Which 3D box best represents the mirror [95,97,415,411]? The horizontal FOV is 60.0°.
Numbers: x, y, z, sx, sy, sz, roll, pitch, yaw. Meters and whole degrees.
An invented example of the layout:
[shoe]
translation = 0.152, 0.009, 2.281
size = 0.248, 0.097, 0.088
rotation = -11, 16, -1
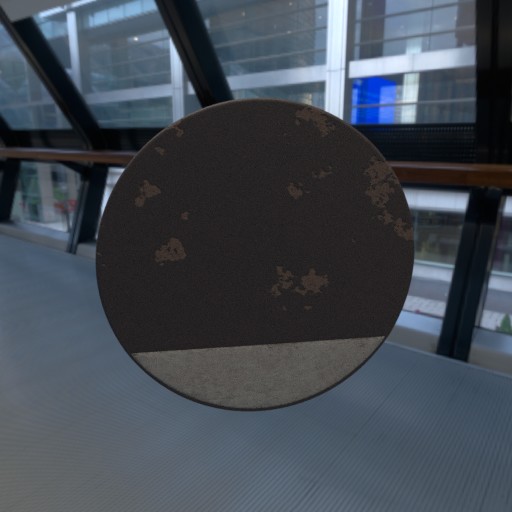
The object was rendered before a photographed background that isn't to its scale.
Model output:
[mirror]
translation = 0.000, 0.000, 0.588
size = 0.386, 0.386, 0.126
rotation = -2, 14, -9
